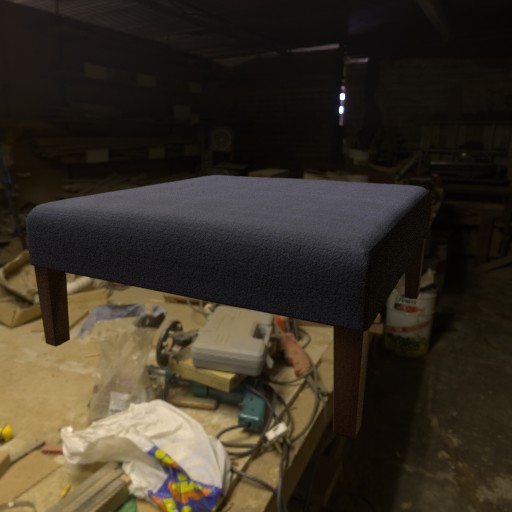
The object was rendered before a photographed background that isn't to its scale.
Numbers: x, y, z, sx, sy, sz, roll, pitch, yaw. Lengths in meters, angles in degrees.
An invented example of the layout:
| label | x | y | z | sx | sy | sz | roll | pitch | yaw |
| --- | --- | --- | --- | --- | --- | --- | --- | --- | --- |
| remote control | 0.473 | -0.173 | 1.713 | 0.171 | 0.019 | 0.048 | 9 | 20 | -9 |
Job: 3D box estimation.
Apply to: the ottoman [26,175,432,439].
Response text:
| label | x | y | z | sx | sy | sz | roll | pitch | yaw |
| --- | --- | --- | --- | --- | --- | --- | --- | --- | --- |
| ottoman | 0.000 | 0.000 | 1.353 | 0.890 | 0.411 | 0.889 | 8 | 18 | 26 |
